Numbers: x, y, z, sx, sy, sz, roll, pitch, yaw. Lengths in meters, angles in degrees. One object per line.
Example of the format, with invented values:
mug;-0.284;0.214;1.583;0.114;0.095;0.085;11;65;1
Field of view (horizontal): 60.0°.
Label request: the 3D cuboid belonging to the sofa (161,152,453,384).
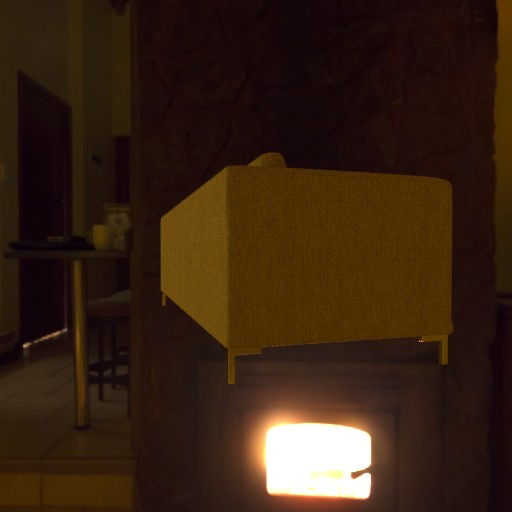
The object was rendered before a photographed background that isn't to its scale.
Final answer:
sofa;0.000;0.000;2.815;0.969;0.867;2.415;0;1;-17
